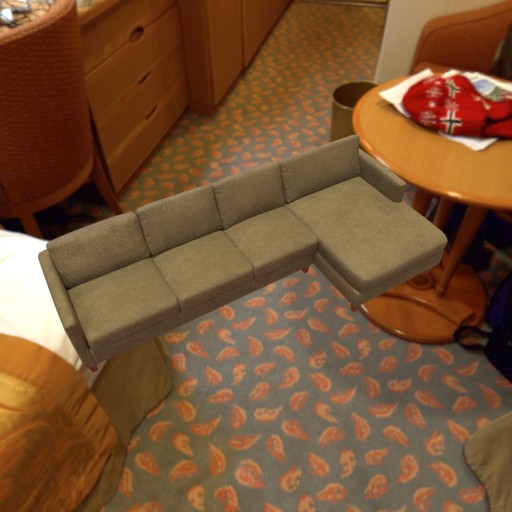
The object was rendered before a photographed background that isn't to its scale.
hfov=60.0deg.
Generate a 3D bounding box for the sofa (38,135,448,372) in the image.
[{"bbox_3d":[0.000,0.000,4.128,3.471,0.950,1.604,-23,51,-21],"label":"sofa"}]
